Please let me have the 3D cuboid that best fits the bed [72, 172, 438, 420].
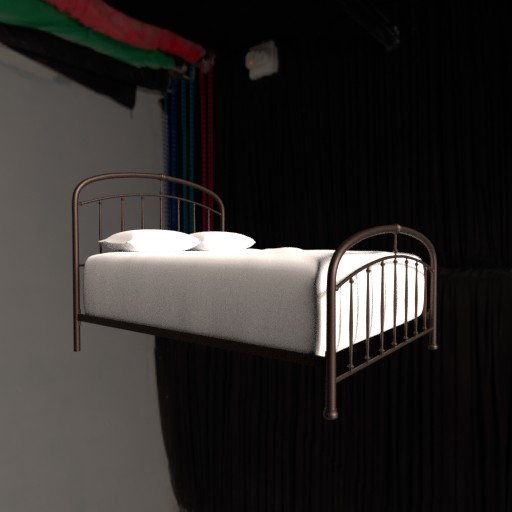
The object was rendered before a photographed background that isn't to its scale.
[{"bbox_3d":[0.000,0.000,3.317,2.180,1.425,1.711,1,2,37],"label":"bed"}]
